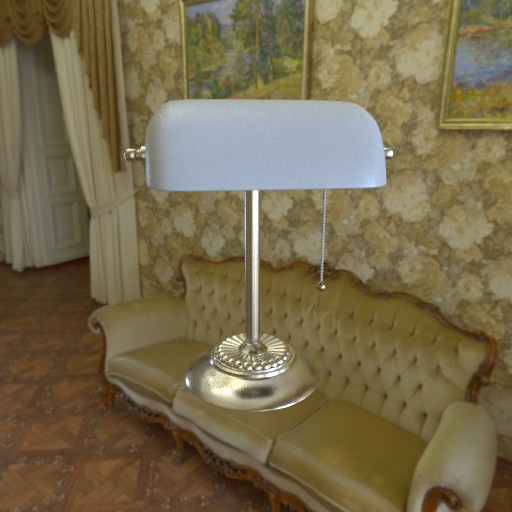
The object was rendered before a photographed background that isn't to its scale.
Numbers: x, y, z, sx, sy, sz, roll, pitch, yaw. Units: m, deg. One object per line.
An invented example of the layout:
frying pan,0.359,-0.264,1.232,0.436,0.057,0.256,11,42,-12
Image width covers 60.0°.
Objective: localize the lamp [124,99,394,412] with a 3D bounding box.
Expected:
lamp,0.000,0.000,0.518,0.264,0.339,0.243,-2,16,-8
